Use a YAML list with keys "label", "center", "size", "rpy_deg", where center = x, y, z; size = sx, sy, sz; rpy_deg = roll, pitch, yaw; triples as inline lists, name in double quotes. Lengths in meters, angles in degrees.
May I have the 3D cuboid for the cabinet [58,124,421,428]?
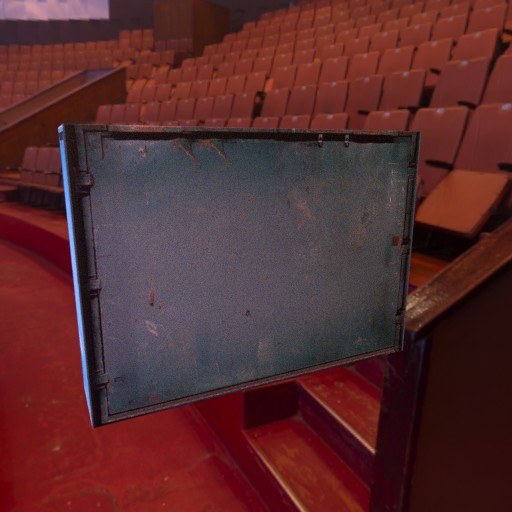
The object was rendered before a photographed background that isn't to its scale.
- label: "cabinet"
  center: [0.000, 0.000, 3.945]
  size: [3.001, 2.160, 0.680]
  rpy_deg: [-6, 15, -25]
